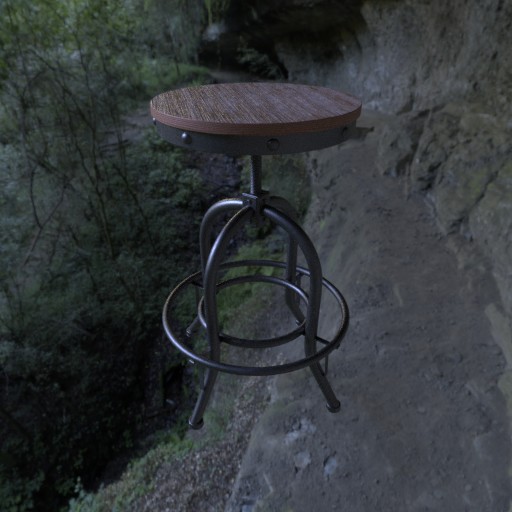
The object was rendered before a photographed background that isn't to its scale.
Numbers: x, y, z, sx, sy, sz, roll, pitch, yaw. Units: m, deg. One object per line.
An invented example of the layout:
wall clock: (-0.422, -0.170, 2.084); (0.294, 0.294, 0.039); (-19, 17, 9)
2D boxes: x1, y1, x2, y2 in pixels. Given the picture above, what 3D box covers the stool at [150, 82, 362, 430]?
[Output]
stool: (0.000, 0.000, 0.896); (0.439, 0.609, 0.439); (20, 35, 31)
